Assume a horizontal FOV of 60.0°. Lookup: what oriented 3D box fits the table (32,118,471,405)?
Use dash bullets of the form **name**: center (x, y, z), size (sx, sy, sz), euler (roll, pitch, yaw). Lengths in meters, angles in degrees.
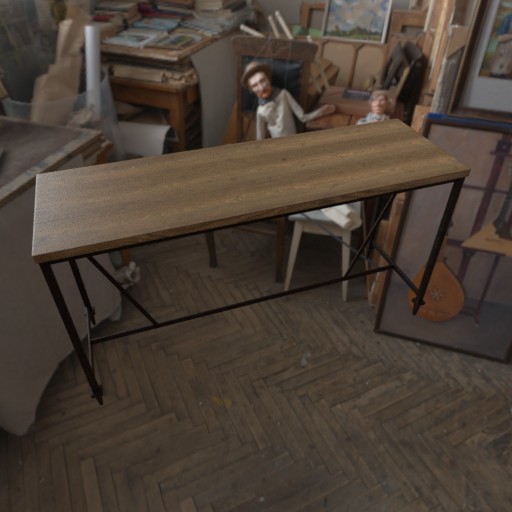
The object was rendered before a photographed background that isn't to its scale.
- **table**: center (0.000, 0.000, 2.104), size (1.700, 0.902, 0.551), euler (-13, 42, -15)
